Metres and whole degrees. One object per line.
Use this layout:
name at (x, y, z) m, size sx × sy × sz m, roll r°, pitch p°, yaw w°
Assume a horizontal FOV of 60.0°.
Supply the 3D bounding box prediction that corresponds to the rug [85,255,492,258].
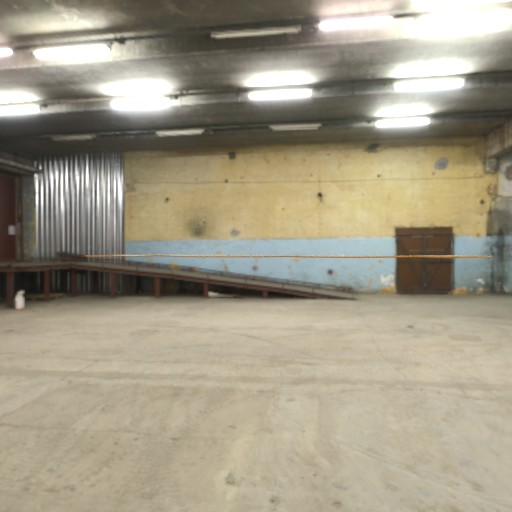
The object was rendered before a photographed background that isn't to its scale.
rug at (0.000, 0.000, 2.517) m, size 2.294 × 0.014 × 0.704 m, roll 0°, pitch 0°, yaw 37°
